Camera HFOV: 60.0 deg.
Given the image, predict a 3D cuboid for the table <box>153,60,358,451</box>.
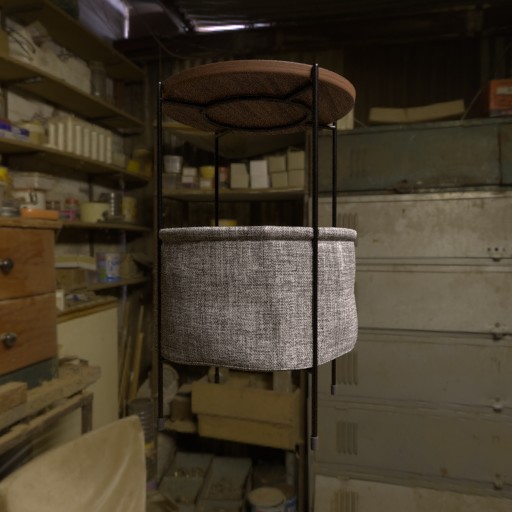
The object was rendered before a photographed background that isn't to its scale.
[{"bbox_3d":[0.000,0.000,0.891,0.400,0.623,0.400,0,1,16],"label":"table"}]
